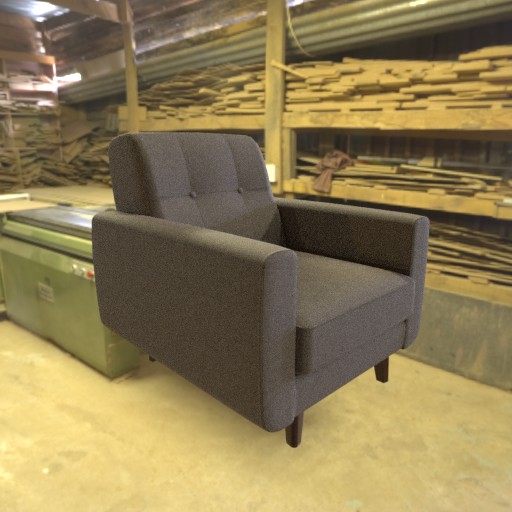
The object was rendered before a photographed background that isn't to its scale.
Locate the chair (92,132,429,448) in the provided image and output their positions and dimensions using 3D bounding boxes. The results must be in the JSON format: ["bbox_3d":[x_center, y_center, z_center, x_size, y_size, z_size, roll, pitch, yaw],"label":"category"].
[{"bbox_3d":[0.000,0.000,1.538,0.907,0.839,0.831,13,19,43],"label":"chair"}]
